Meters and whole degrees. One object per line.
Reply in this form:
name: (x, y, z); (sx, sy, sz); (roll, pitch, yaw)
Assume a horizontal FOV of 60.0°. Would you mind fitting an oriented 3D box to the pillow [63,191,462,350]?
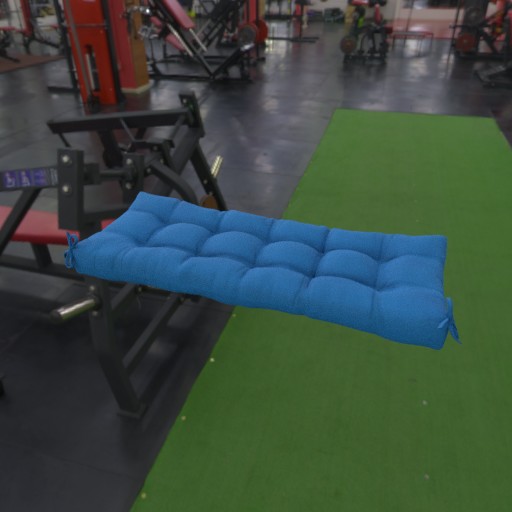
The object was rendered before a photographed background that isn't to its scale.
pillow: (0.000, 0.000, 1.390); (1.194, 0.174, 0.511); (10, 34, 15)
